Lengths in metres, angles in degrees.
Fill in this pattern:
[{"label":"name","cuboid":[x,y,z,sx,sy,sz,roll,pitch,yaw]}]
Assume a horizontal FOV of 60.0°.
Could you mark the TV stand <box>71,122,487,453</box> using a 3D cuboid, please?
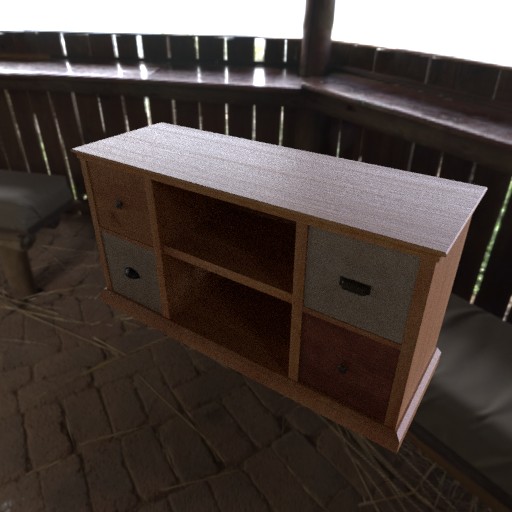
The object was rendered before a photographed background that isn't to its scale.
[{"label":"TV stand","cuboid":[0.000,0.000,1.444,1.181,0.607,0.417,19,36,29]}]
